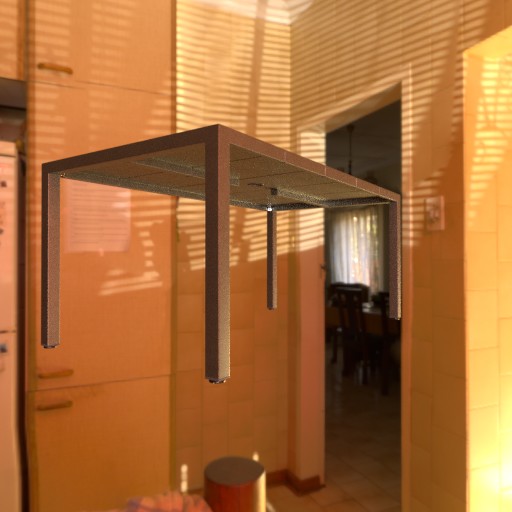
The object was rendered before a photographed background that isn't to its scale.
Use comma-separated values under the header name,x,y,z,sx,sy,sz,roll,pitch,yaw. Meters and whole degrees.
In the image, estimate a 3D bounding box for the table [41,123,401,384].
name,x,y,z,sx,sy,sz,roll,pitch,yaw
table,0.000,0.000,2.189,0.914,0.735,1.680,0,-1,35
